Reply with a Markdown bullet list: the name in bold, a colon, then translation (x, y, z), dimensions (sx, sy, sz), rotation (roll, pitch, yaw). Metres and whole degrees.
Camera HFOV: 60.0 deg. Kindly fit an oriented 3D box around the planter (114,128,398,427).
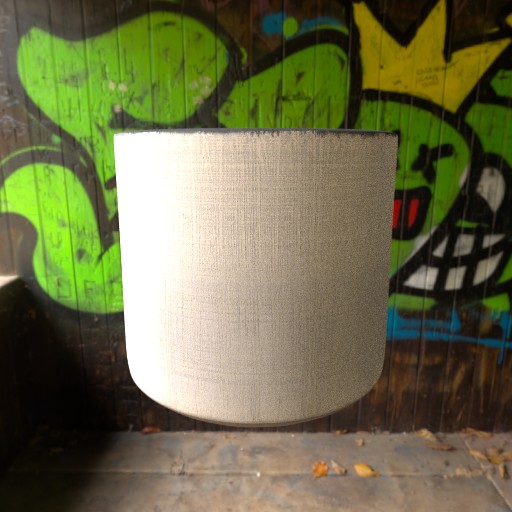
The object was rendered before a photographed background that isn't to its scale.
- **planter**: translation (0.000, 0.000, 0.377), dimensions (0.221, 0.201, 0.221), rotation (0, 14, 0)
